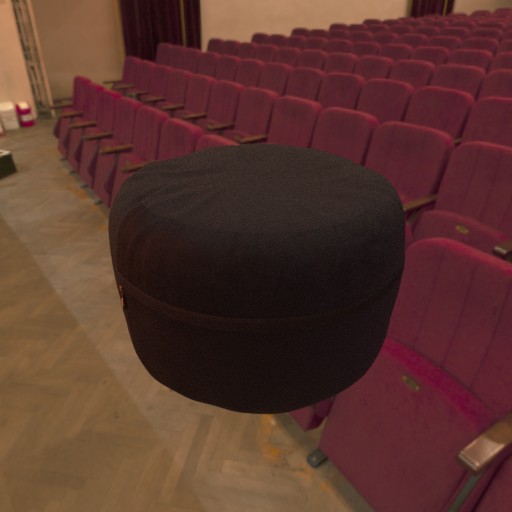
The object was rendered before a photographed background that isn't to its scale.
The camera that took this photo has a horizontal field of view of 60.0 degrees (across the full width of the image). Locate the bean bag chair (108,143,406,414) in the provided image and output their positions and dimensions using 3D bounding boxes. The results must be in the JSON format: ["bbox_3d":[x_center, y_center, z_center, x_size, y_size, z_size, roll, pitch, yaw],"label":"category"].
[{"bbox_3d":[0.000,0.000,1.950,1.219,0.762,1.219,0,30,0],"label":"bean bag chair"}]
